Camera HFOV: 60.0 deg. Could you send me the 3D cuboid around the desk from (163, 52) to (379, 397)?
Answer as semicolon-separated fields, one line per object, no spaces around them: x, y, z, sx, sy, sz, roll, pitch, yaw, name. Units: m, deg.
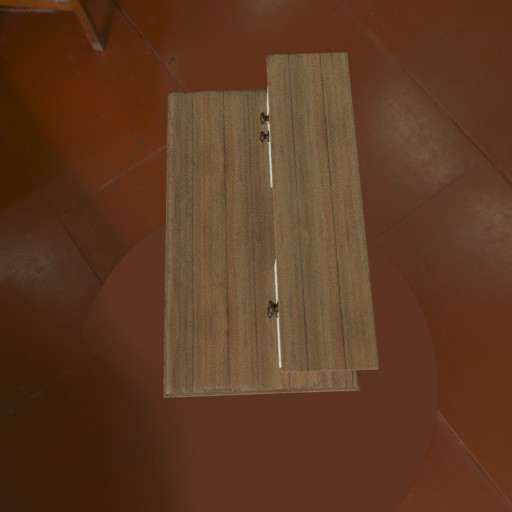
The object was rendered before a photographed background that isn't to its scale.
0.000;0.000;1.419;0.462;0.981;0.814;-2;76;0;desk
